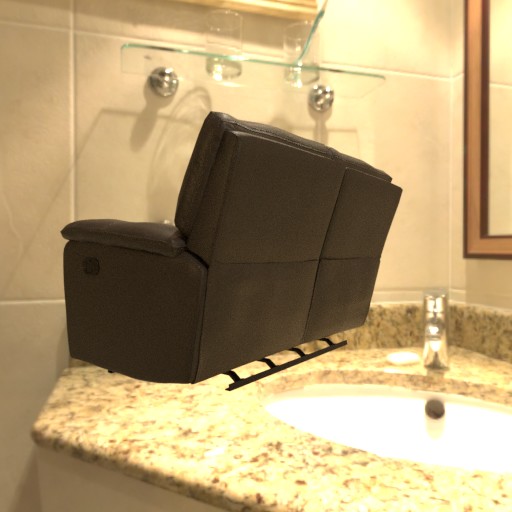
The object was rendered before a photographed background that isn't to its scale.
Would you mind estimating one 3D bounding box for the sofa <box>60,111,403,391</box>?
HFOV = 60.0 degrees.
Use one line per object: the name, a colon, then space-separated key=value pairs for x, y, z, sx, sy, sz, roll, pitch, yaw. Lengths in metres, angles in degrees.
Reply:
sofa: x=0.000 y=0.000 z=2.432 sx=1.104 sy=1.111 sz=1.765 roll=1 pitch=1 yaw=37
